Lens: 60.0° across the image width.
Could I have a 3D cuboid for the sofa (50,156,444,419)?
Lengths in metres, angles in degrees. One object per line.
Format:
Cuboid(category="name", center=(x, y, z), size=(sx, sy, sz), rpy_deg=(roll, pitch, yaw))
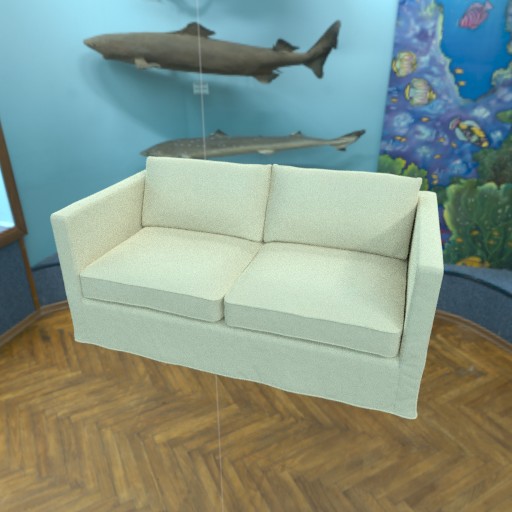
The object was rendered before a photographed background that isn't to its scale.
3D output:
Cuboid(category="sofa", center=(0.000, 0.000, 2.323), size=(1.746, 0.834, 0.962), rpy_deg=(8, 27, 17))
